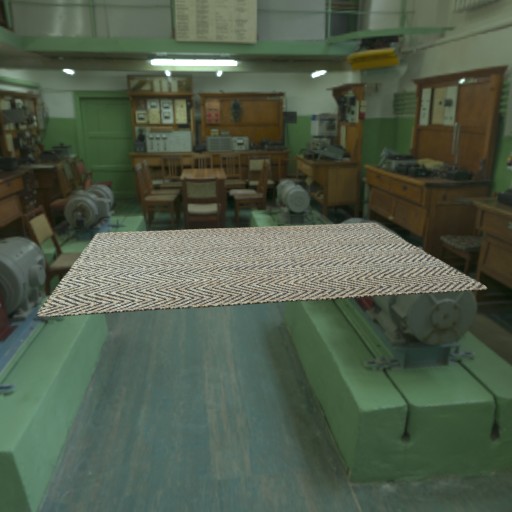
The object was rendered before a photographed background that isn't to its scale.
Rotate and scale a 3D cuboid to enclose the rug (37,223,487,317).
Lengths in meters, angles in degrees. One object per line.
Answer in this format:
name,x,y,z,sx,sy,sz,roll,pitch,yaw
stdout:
rug,0.000,0.000,2.325,1.828,0.008,1.219,-3,18,-8
